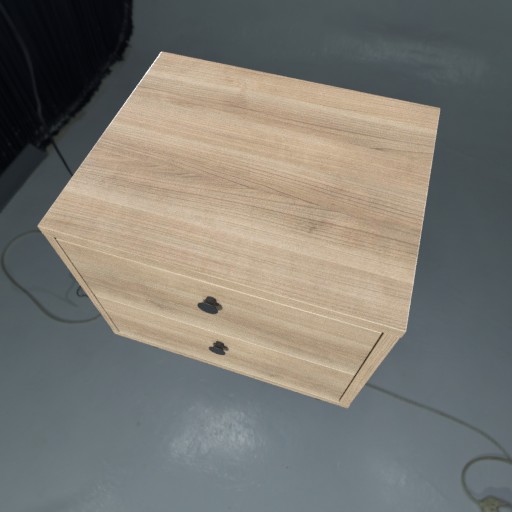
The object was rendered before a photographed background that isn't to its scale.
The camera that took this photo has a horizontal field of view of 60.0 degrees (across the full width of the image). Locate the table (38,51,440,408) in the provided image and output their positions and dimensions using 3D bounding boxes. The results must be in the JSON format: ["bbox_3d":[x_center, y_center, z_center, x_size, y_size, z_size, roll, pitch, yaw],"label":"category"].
[{"bbox_3d":[0.000,0.000,0.786,0.445,0.460,0.380,15,60,9],"label":"table"}]
